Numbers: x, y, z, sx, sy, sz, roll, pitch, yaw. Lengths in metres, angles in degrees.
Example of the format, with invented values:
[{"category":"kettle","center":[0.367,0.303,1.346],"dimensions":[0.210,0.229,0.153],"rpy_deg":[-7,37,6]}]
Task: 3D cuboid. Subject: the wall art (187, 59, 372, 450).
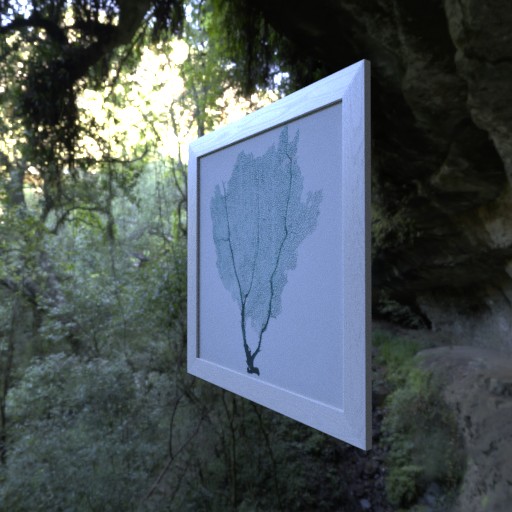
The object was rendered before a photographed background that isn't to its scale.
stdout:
[{"category":"wall art","center":[0.000,0.000,0.888],"dimensions":[0.015,0.577,0.572],"rpy_deg":[1,-1,-36]}]
